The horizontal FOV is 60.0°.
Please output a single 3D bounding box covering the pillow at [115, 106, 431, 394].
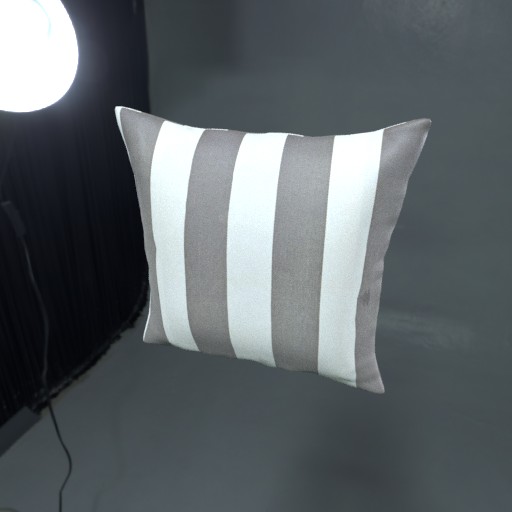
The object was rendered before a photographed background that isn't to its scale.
[{"bbox_3d":[0.000,0.000,0.808,0.522,0.507,0.192,8,26,16],"label":"pillow"}]
